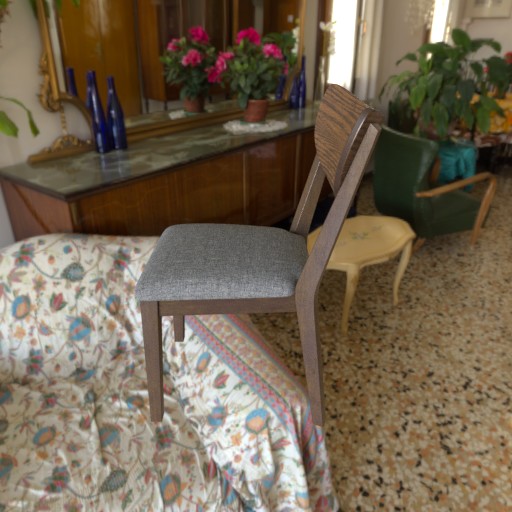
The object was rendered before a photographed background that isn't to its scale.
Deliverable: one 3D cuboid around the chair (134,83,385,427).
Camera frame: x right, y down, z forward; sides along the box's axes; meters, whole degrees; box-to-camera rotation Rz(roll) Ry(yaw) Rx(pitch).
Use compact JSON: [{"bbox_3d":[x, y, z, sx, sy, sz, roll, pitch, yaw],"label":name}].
[{"bbox_3d":[0.000,0.000,1.221,0.583,0.849,0.491,1,27,1],"label":"chair"}]
